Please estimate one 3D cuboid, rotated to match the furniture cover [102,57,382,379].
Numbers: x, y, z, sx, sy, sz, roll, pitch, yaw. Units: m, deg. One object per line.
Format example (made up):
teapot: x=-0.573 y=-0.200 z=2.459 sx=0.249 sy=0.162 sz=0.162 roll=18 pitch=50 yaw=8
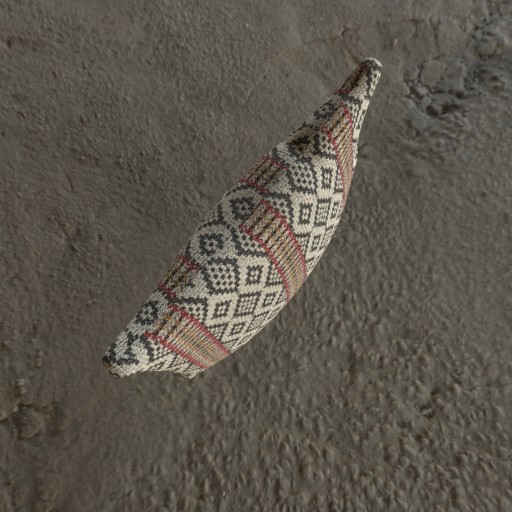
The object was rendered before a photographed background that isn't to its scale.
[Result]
furniture cover: x=0.000 y=0.000 z=0.761 sx=0.182 sy=0.506 sz=0.503 roll=38 pitch=78 yaw=10
